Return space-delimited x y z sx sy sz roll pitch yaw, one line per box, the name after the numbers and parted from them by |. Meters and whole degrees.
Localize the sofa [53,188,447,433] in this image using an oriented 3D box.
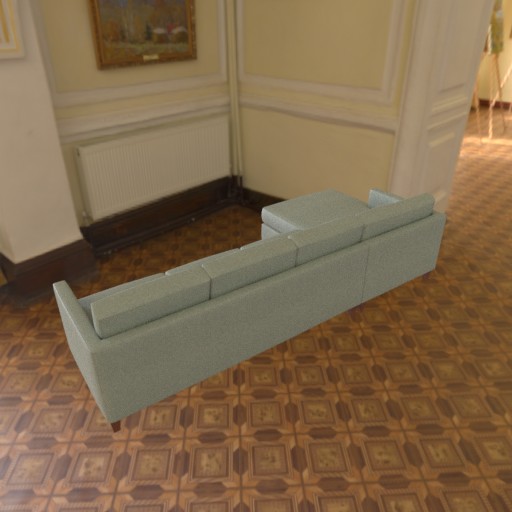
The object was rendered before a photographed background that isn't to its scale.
0.000 0.000 4.128 3.470 0.953 1.600 -19 34 -30 | sofa
